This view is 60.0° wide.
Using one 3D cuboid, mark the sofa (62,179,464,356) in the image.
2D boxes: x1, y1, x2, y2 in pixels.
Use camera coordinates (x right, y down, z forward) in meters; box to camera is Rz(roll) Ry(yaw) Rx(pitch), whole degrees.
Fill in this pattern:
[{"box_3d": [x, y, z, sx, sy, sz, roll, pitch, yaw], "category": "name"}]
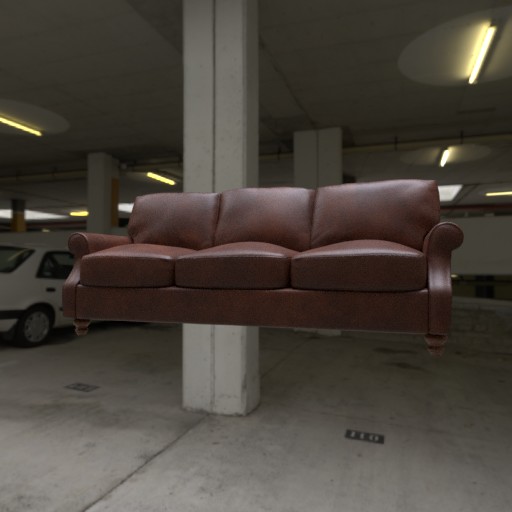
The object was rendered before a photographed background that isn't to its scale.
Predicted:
[{"box_3d": [0.000, 0.000, 2.819, 2.351, 0.977, 0.973, 0, -1, 18], "category": "sofa"}]
